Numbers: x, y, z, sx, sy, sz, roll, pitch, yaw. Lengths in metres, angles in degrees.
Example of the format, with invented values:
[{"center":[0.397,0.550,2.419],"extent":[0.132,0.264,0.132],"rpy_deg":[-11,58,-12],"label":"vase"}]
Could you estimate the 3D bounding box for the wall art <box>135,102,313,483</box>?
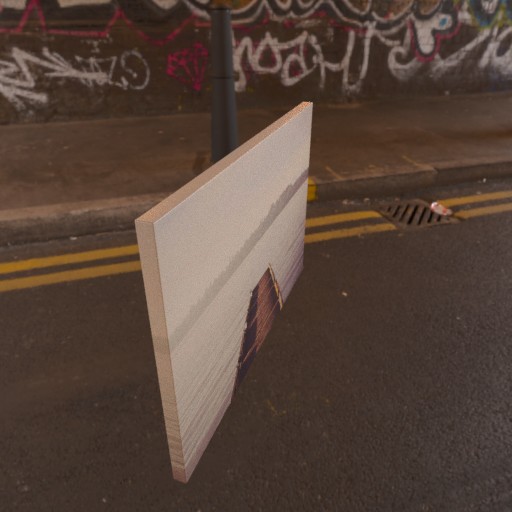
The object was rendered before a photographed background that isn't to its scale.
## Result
[{"center":[0.000,0.000,0.778],"extent":[0.021,0.410,0.615],"rpy_deg":[11,32,18],"label":"wall art"}]
